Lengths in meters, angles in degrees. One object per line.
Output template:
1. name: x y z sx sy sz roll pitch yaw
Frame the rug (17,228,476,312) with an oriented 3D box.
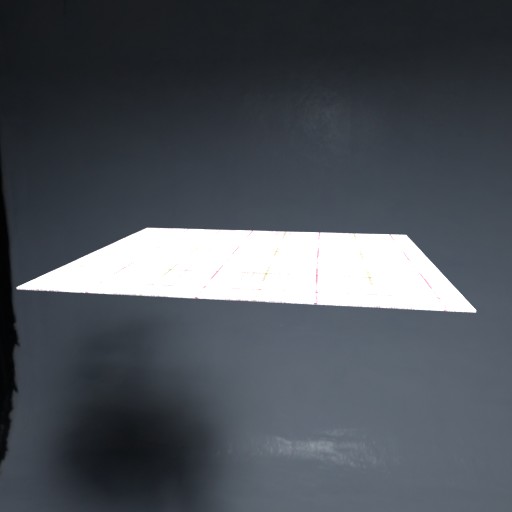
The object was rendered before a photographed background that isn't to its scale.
1. rug: 0.000 0.000 3.926 2.959 0.016 2.317 2 14 8
